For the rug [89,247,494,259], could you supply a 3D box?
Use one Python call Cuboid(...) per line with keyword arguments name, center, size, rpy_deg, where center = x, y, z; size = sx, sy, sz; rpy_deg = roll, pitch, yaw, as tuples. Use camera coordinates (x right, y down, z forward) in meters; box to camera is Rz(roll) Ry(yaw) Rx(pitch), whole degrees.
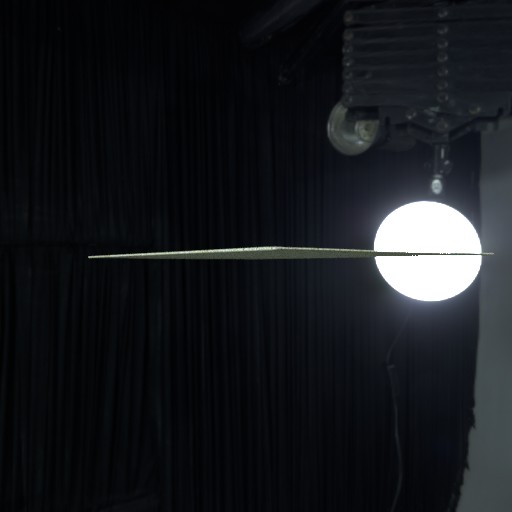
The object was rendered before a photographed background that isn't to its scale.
Cuboid(name="rug", center=(0.000, 0.000, 2.180), size=(1.143, 0.010, 1.758), rpy_deg=(1, -1, -36))
